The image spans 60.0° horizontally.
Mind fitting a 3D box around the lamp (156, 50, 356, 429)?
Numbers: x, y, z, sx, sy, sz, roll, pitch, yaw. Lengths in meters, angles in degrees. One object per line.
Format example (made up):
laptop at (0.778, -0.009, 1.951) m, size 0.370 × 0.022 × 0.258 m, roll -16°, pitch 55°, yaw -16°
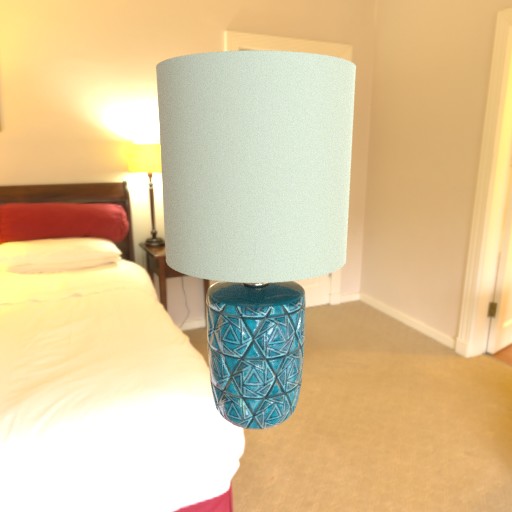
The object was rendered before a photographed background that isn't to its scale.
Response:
lamp at (0.000, 0.000, 0.483) m, size 0.193 × 0.377 × 0.193 m, roll 7°, pitch 16°, yaw 26°
